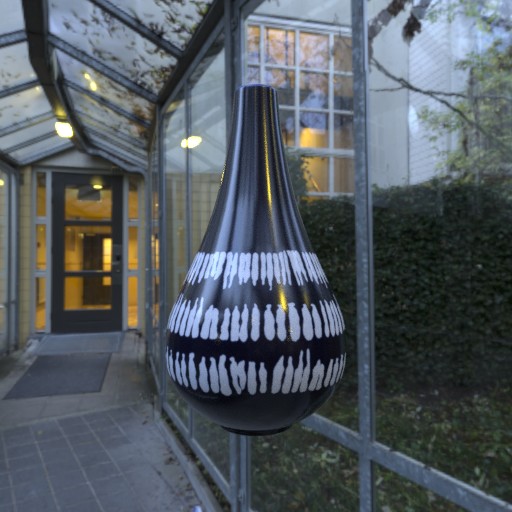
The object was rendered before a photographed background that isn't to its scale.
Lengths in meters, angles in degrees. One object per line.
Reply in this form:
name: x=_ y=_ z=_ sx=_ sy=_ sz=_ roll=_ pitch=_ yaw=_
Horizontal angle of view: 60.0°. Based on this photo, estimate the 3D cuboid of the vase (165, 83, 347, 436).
vase: x=0.000 y=0.000 z=0.395 sx=0.159 sy=0.295 sz=0.159 roll=0 pitch=-1 yaw=0
